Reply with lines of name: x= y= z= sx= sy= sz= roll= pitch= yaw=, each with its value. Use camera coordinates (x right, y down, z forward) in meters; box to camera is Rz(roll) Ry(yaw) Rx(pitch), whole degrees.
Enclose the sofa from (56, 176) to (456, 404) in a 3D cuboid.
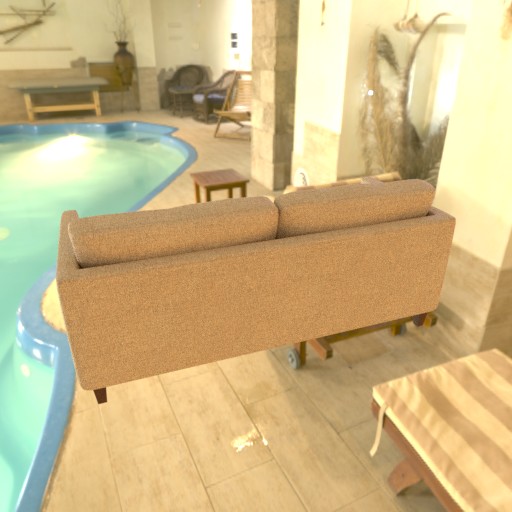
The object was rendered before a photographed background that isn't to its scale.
sofa: x=0.000 y=0.000 z=2.765 sx=2.208 sy=0.965 sz=0.951 roll=-9 pitch=28 yaw=-18
